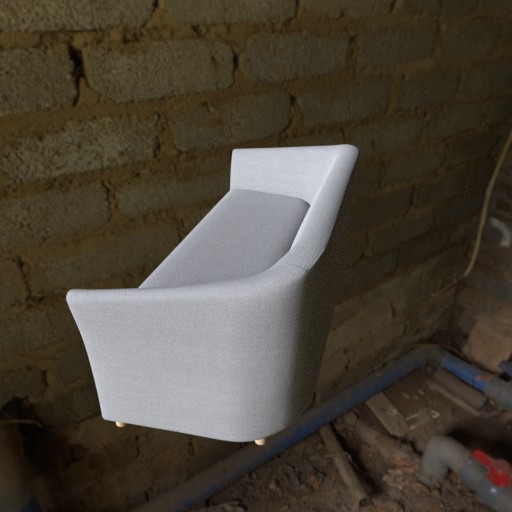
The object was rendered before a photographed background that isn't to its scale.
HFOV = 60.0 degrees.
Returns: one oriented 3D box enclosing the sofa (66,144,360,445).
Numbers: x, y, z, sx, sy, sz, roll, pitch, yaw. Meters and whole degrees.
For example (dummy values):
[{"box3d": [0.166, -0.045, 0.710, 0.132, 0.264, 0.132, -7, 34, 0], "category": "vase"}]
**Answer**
[{"box3d": [0.000, 0.000, 1.866, 0.705, 0.721, 1.452, 9, 31, 15], "category": "sofa"}]
